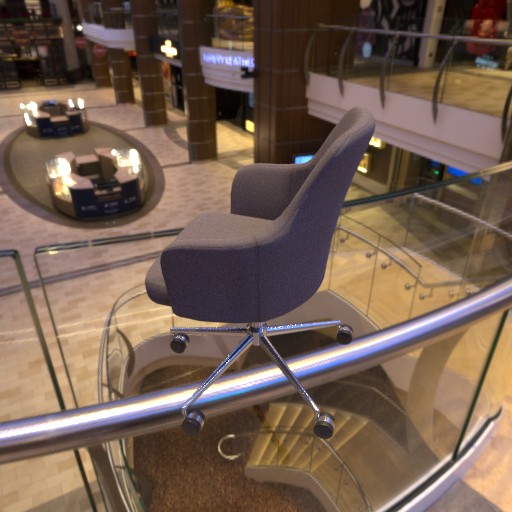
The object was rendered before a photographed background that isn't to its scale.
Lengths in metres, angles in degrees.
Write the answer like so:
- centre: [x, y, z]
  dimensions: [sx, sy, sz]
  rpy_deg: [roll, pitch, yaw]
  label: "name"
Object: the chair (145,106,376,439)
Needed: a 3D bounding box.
- centre: [0.000, 0.000, 1.278]
  dimensions: [0.600, 0.820, 0.655]
  rpy_deg: [8, 31, 13]
  label: "chair"
